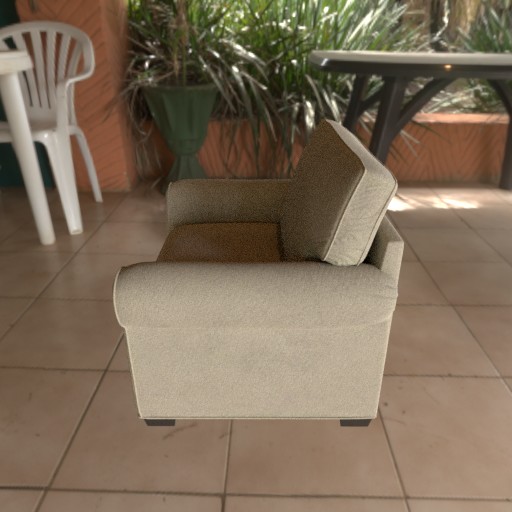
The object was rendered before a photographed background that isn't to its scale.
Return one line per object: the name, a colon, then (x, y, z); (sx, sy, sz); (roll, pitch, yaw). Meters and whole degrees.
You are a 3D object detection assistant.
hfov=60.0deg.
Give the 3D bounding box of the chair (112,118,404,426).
chair: (0.000, 0.000, 1.936); (0.939, 1.044, 1.147); (0, 26, 0)
